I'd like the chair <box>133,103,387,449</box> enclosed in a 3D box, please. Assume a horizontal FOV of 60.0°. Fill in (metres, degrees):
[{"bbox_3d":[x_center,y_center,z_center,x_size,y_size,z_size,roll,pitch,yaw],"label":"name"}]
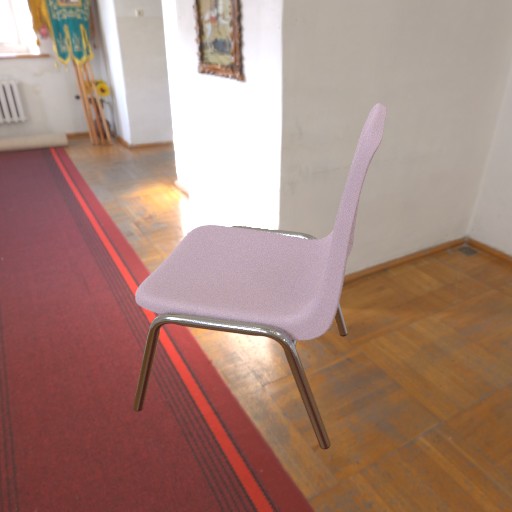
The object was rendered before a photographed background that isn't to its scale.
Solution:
[{"bbox_3d":[0.000,0.000,0.803,0.385,0.536,0.354,8,30,14],"label":"chair"}]
